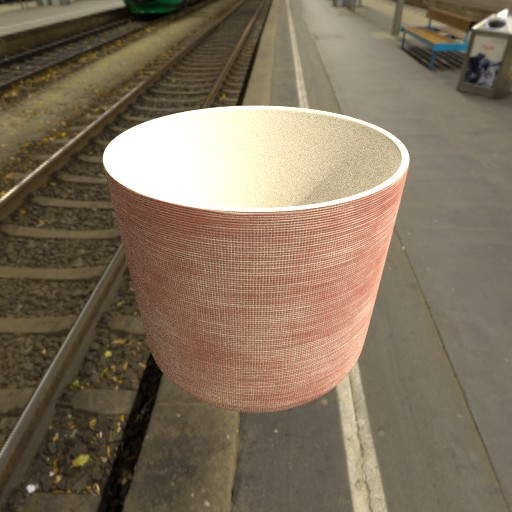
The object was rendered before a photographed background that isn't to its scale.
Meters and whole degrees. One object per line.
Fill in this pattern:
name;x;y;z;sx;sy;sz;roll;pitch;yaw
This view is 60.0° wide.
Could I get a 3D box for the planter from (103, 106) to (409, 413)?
planter;0.000;0.000;0.768;0.440;0.398;0.440;0;33;0
